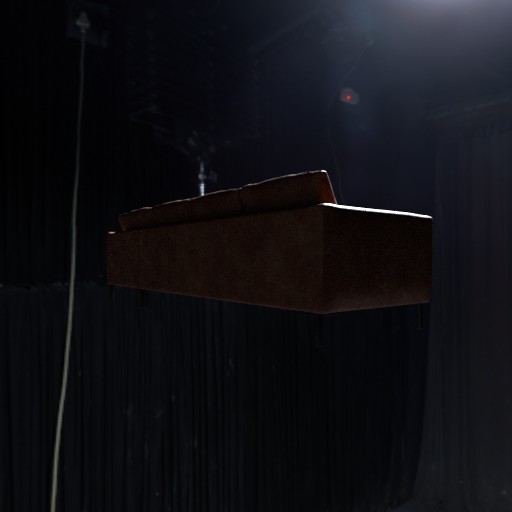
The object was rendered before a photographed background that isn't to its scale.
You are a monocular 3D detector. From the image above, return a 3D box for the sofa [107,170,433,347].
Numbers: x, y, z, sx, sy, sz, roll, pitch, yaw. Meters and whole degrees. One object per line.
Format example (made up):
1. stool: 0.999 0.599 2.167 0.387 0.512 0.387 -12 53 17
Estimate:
1. sofa: 0.000 0.000 3.611 1.471 0.859 2.993 0 0 -37
